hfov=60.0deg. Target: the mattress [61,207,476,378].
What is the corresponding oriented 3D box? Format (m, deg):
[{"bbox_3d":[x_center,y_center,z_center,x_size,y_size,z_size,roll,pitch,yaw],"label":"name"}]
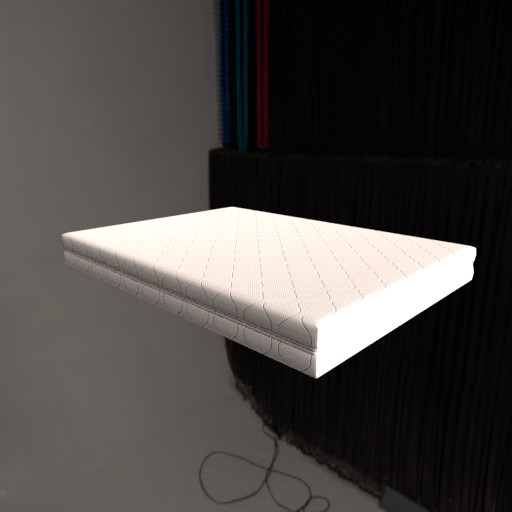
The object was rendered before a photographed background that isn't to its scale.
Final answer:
[{"bbox_3d":[0.000,0.000,2.517,1.900,0.200,1.400,15,21,42],"label":"mattress"}]
